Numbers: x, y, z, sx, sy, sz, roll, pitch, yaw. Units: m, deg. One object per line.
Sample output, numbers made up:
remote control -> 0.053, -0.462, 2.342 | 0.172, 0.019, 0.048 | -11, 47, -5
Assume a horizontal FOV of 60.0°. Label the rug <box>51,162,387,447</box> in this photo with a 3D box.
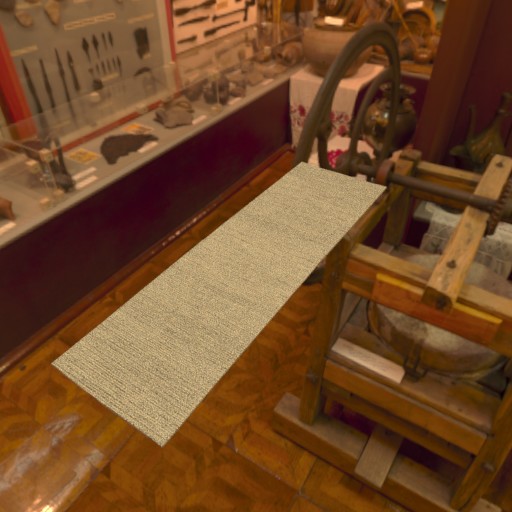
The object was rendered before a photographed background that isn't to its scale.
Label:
rug -> 0.000, 0.000, 2.597 | 0.692, 0.032, 2.320 | 24, 46, 25
